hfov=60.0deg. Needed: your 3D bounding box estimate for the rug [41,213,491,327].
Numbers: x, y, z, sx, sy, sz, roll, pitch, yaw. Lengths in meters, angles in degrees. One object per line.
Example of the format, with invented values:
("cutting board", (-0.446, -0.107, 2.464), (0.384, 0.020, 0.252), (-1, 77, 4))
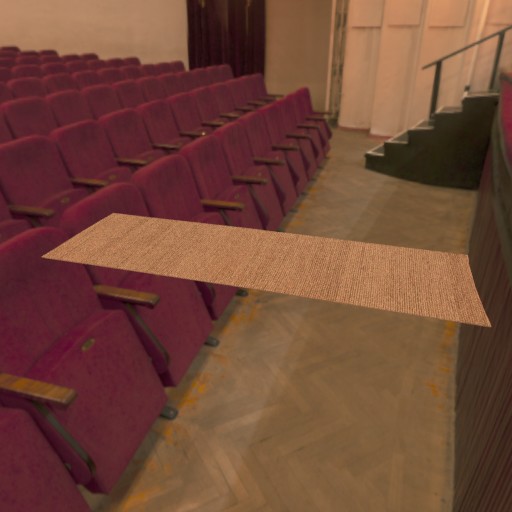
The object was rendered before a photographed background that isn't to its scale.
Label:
("rug", (0.000, 0.000, 2.578), (2.390, 0.014, 0.741), (8, 27, 15))
